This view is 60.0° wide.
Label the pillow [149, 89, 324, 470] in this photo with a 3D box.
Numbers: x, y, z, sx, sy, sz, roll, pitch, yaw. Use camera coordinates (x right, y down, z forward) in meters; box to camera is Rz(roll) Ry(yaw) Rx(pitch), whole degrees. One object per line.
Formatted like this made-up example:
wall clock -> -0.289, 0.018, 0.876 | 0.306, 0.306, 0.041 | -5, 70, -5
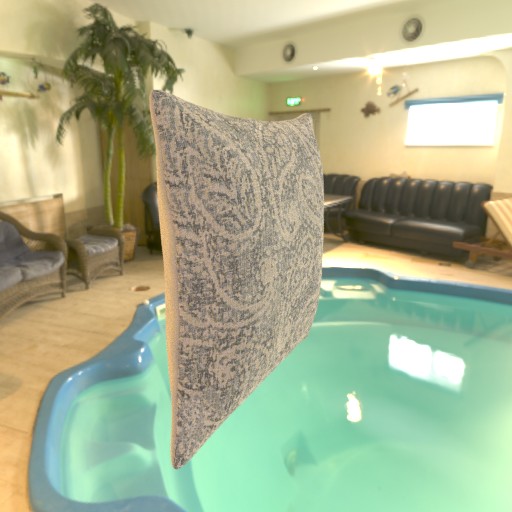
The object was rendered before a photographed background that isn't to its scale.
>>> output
pillow -> 0.000, 0.000, 0.785 | 0.166, 0.510, 0.523 | 7, 16, 26
